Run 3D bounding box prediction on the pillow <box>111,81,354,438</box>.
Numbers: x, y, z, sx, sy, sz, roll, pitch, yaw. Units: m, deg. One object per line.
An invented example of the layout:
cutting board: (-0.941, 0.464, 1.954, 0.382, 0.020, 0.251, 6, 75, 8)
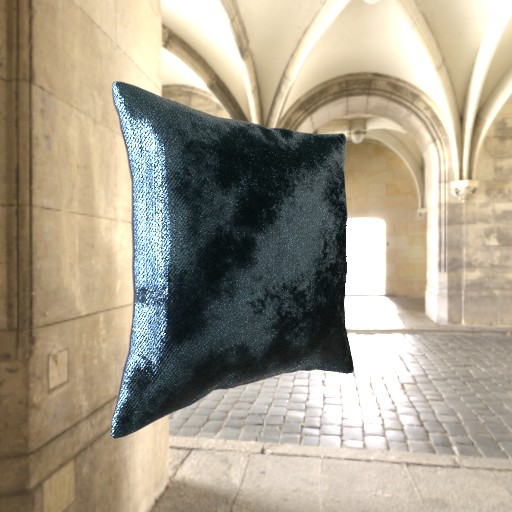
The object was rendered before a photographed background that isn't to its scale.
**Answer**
pillow: (0.000, 0.000, 0.657, 0.436, 0.430, 0.138, 0, 0, -38)
